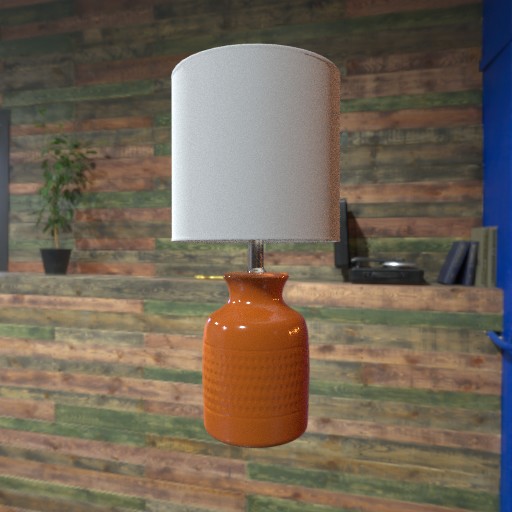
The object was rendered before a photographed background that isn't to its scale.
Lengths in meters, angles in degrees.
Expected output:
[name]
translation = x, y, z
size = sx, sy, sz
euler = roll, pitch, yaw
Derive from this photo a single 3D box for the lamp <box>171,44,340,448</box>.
[lamp]
translation = 0.000, 0.000, 1.118
size = 0.418, 0.871, 0.418
euler = 0, 1, 16
